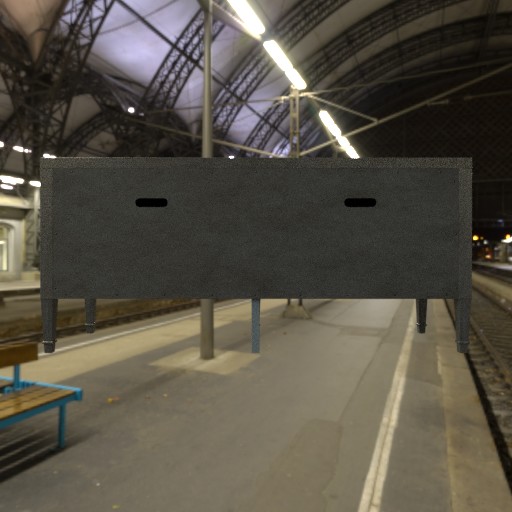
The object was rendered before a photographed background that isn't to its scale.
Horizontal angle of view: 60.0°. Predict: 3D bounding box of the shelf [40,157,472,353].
[{"bbox_3d":[0.000,0.000,1.856,1.575,0.719,0.479,0,0,0],"label":"shelf"}]
